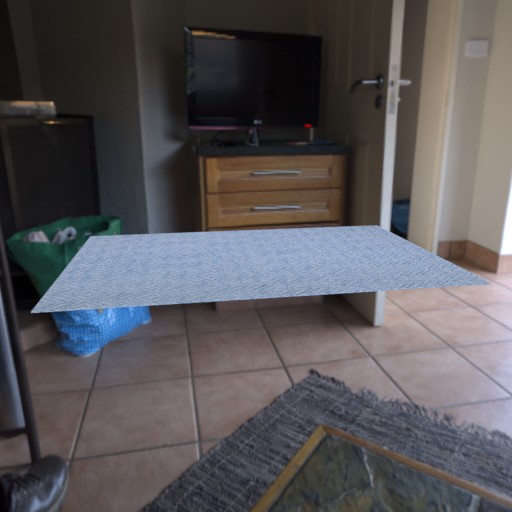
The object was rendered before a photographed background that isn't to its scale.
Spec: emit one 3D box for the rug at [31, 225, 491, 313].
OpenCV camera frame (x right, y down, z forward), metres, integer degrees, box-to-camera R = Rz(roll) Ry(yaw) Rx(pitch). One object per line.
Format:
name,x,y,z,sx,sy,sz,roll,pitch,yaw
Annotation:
rug,0.000,0.000,3.034,2.441,0.008,1.526,-3,17,-9
